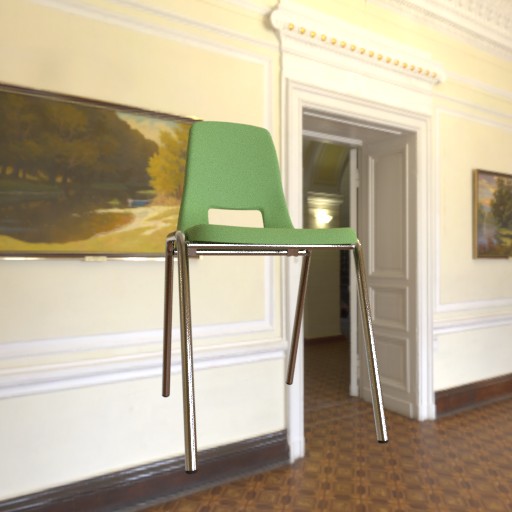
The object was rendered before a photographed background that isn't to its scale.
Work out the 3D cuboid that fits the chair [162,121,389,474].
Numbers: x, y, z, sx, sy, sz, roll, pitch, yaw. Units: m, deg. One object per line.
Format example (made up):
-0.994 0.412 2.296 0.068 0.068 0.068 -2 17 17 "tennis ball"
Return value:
0.000 0.000 0.969 0.381 0.704 0.436 0 0 -19 "chair"
